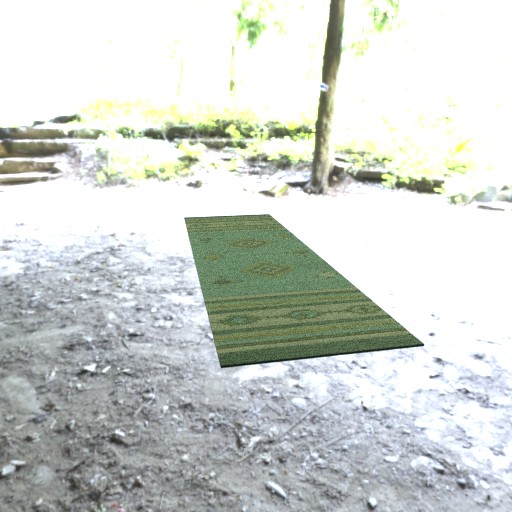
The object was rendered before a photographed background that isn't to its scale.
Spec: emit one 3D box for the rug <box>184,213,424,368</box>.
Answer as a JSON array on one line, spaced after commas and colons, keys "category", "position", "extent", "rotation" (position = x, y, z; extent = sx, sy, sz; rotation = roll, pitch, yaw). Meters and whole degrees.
[{"category": "rug", "position": [0.000, 0.000, 2.681], "extent": [0.744, 0.010, 2.441], "rotation": [-3, 17, -11]}]
